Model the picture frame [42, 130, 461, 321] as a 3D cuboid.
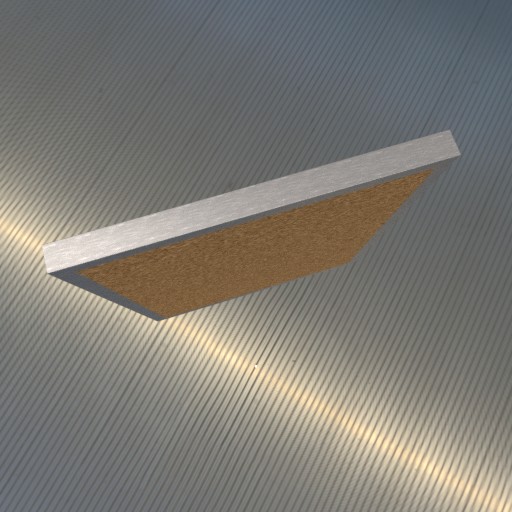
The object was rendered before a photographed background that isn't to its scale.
[{"bbox_3d":[0.000,0.000,0.522,0.327,0.378,0.027,-16,77,-4],"label":"picture frame"}]
